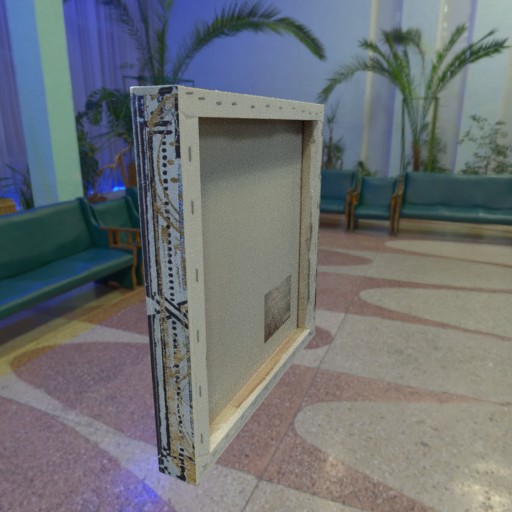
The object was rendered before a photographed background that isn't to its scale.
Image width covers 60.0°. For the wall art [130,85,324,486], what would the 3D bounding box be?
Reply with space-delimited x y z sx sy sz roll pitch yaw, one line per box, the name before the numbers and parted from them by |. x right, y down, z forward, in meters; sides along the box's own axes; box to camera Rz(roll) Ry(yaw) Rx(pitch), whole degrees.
wall art | 0.000 0.000 0.455 0.038 0.306 0.302 8 18 25
